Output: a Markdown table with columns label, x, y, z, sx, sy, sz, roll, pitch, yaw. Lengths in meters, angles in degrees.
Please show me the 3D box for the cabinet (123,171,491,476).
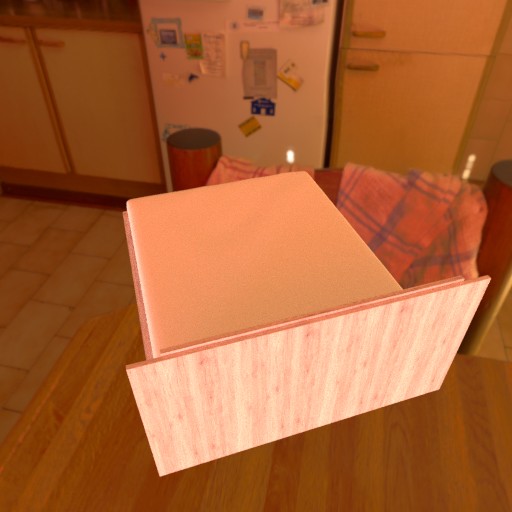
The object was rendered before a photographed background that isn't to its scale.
| label | x | y | z | sx | sy | sz | roll | pitch | yaw |
| --- | --- | --- | --- | --- | --- | --- | --- | --- | --- |
| cabinet | 0.000 | 0.000 | 3.024 | 1.750 | 0.970 | 2.080 | -12 | 42 | -14 |
